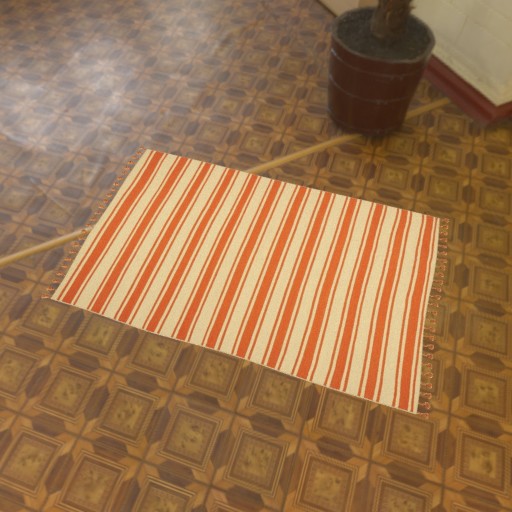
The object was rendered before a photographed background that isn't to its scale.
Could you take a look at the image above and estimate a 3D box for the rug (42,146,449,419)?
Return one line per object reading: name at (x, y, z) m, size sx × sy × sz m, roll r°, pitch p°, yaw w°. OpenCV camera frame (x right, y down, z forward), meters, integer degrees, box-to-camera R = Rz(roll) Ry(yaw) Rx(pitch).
rug at (0.000, 0.000, 2.550) m, size 2.092 × 0.017 × 1.232 m, roll 15°, pitch 58°, yaw 10°
